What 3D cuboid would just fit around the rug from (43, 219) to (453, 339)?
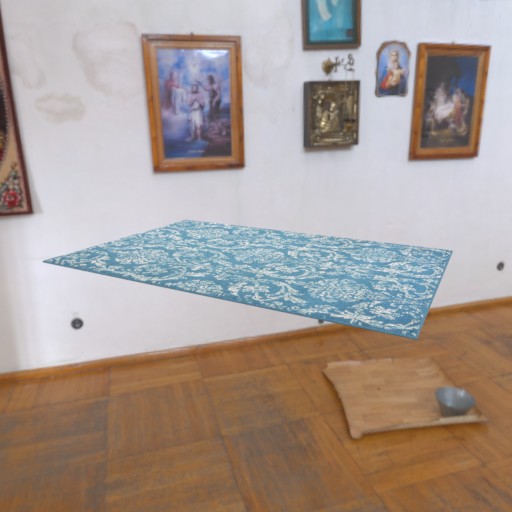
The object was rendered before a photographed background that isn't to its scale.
[{"bbox_3d":[0.000,0.000,3.543,2.746,0.018,1.816,8,18,27],"label":"rug"}]
